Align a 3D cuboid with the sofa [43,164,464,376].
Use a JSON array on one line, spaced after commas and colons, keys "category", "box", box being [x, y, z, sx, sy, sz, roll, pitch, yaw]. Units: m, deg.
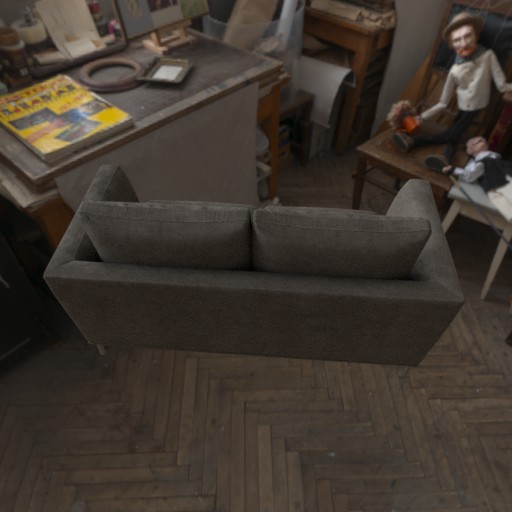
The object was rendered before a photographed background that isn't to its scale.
[{"category": "sofa", "box": [0.000, 0.000, 2.349, 1.832, 1.013, 0.855, 3, 47, 3]}]
